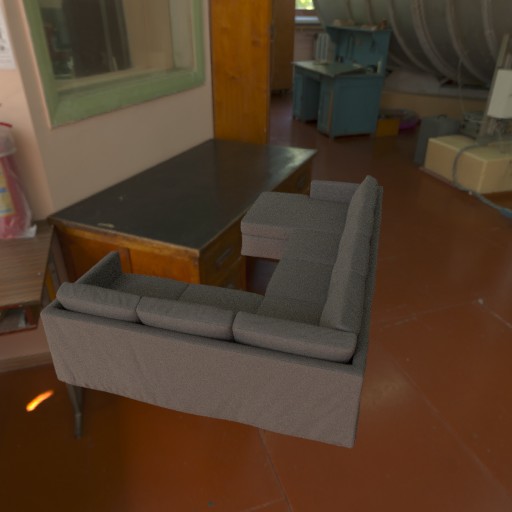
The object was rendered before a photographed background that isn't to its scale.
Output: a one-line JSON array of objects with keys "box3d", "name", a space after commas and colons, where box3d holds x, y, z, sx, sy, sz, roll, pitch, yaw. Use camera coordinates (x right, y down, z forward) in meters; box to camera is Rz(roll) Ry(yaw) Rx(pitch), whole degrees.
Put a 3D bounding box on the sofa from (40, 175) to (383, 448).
[{"box3d": [0.000, 0.000, 4.621, 2.476, 0.878, 3.528, 8, 31, 14], "name": "sofa"}]
